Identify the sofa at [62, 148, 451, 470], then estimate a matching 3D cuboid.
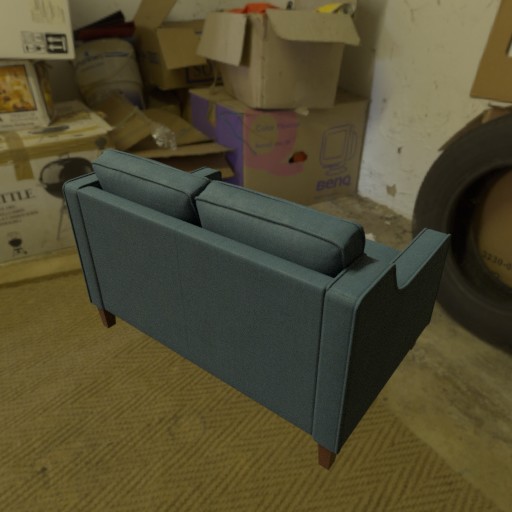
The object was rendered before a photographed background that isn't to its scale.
[{"bbox_3d":[0.000,0.000,2.139,1.501,0.971,0.987,21,36,32],"label":"sofa"}]
